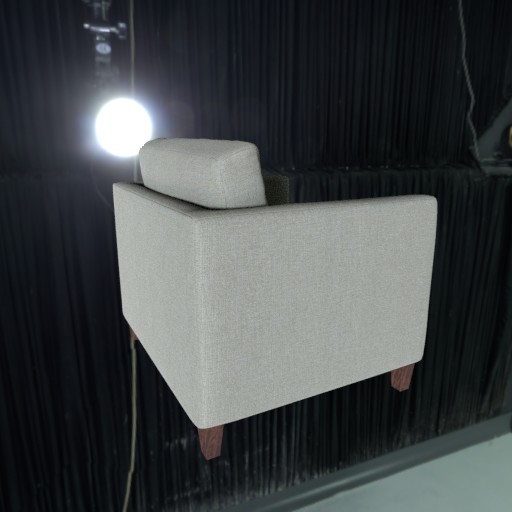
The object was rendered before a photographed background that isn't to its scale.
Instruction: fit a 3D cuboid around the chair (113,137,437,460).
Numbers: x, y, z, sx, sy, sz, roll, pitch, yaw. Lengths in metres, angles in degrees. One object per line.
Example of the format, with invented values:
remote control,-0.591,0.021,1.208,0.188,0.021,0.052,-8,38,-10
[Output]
chair,0.000,0.000,1.864,0.959,0.963,1.107,-8,17,-27
